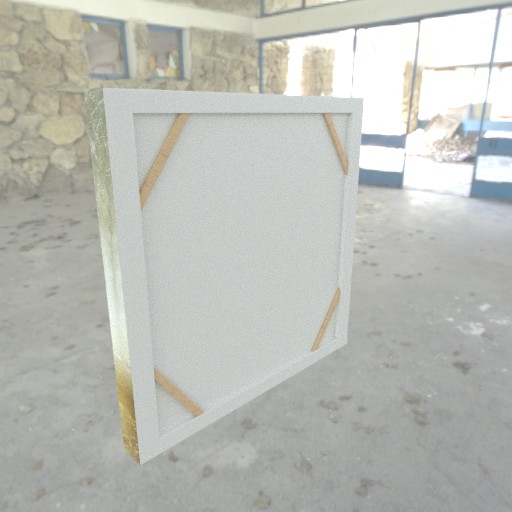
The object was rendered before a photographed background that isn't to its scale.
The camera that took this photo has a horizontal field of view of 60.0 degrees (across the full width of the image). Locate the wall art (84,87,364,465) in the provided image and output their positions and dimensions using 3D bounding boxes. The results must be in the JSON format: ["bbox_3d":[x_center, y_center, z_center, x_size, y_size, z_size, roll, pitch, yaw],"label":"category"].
[{"bbox_3d":[0.000,0.000,0.593,0.405,0.407,0.038,-17,24,-41],"label":"wall art"}]
